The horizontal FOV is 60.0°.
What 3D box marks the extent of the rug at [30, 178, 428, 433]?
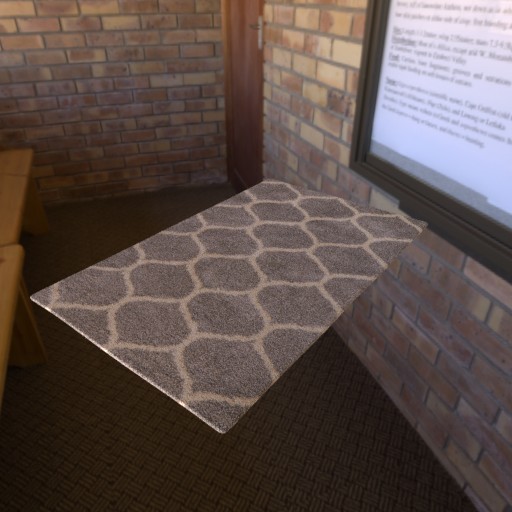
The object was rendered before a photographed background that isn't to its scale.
[{"bbox_3d":[0.000,0.000,2.963,1.501,0.025,2.348,22,38,32],"label":"rug"}]
